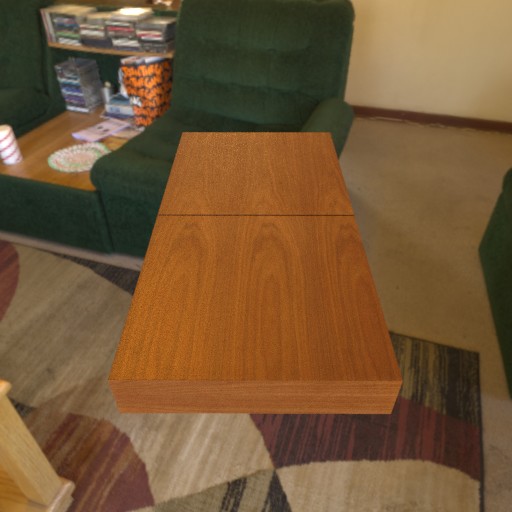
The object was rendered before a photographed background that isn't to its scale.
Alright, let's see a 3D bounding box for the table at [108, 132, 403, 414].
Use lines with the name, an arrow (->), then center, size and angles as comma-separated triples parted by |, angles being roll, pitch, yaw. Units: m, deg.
table -> 0.000, 0.000, 1.479 | 0.610, 0.330, 1.194 | 0, 40, 0
